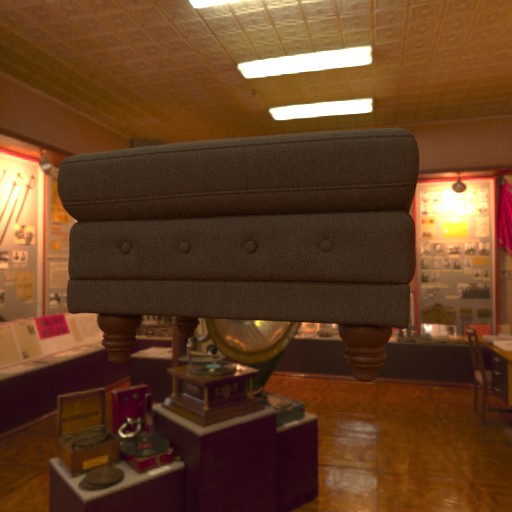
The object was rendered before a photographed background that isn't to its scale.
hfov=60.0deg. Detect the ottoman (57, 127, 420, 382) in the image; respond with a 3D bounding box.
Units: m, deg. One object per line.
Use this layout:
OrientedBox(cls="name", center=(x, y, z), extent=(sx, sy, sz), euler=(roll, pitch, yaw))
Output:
OrientedBox(cls="ottoman", center=(0.000, 0.000, 1.130), extent=(0.771, 0.500, 0.569), euler=(0, -1, 17))
